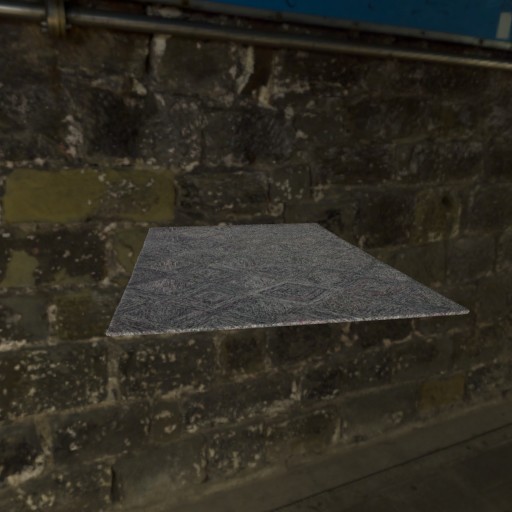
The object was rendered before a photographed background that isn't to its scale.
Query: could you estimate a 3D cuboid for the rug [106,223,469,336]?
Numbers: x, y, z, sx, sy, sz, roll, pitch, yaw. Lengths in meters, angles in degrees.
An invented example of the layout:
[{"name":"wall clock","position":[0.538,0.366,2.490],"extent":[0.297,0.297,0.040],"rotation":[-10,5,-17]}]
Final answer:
[{"name":"rug","position":[0.000,0.000,2.196],"extent":[1.158,0.013,1.752],"rotation":[-2,14,-9]}]
